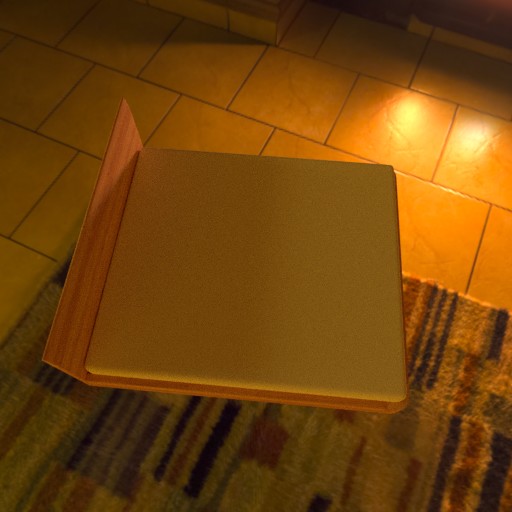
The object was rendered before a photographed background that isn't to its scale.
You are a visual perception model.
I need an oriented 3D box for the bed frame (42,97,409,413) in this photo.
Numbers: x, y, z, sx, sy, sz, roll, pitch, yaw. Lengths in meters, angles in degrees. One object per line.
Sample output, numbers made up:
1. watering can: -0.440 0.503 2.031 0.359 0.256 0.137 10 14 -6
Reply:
1. bed frame: 0.000 0.000 3.114 2.092 0.940 1.872 5 64 2
